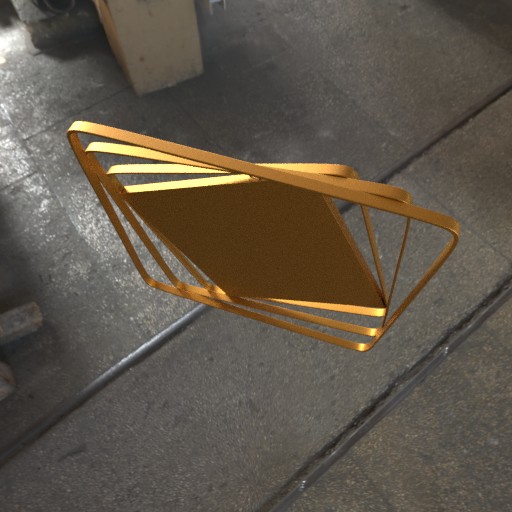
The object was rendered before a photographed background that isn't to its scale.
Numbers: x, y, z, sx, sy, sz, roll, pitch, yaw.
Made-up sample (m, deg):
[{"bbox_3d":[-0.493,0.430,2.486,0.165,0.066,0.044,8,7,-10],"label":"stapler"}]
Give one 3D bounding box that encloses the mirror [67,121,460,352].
[{"bbox_3d":[0.000,0.000,0.691,0.470,0.468,0.045,16,64,8],"label":"mirror"}]
